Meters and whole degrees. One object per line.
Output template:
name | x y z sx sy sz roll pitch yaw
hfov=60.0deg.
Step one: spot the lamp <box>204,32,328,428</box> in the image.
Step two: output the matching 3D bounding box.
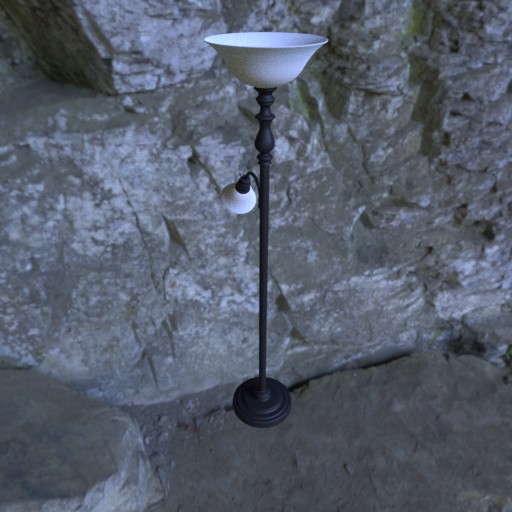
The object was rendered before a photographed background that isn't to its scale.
lamp | 0.000 0.000 2.005 0.405 1.793 0.588 -12 34 -18
